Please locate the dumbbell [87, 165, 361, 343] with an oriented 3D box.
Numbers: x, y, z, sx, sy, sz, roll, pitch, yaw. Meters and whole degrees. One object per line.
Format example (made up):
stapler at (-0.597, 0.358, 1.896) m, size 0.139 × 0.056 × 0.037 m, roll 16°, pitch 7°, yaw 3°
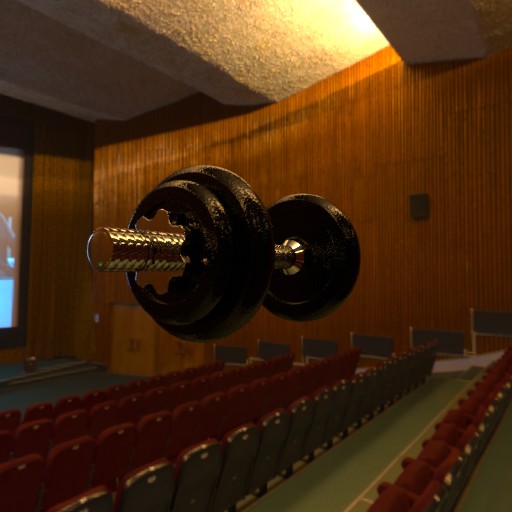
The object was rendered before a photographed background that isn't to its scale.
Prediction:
dumbbell at (0.000, 0.000, 0.604) m, size 0.202 × 0.202 × 0.497 m, roll -1°, pitch -2°, yaw 35°
